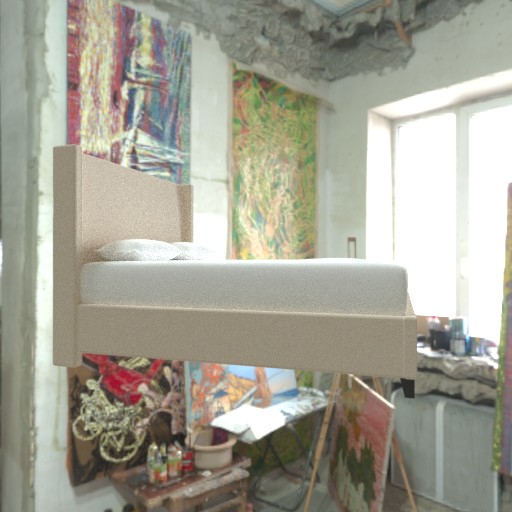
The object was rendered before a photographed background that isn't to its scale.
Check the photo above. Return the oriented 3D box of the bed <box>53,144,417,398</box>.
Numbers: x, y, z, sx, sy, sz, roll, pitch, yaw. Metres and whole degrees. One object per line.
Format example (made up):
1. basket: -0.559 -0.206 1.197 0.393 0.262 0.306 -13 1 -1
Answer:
1. bed: 0.000 0.000 3.452 2.293 1.471 1.778 0 0 18
